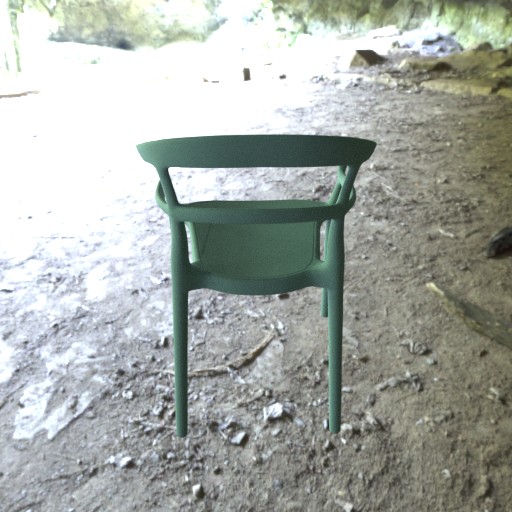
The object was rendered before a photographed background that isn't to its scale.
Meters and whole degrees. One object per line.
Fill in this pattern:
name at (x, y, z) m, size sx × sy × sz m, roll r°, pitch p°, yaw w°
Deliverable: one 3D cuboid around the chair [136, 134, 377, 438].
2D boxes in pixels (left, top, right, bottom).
chair at (0.000, 0.000, 1.145) m, size 0.559 × 0.761 × 0.527 m, roll -1°, pitch 30°, yaw -2°
